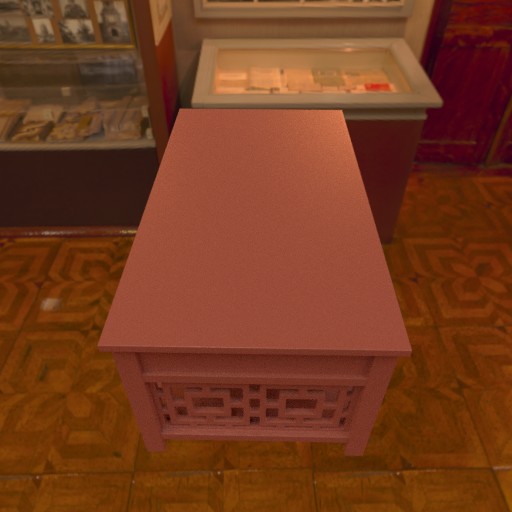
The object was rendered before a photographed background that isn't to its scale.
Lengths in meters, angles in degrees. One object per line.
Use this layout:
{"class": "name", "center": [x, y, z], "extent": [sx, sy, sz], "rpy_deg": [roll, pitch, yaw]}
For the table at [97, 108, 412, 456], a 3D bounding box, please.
{"class": "table", "center": [0.000, 0.000, 1.403], "extent": [0.612, 0.493, 1.068], "rpy_deg": [1, 42, 1]}
